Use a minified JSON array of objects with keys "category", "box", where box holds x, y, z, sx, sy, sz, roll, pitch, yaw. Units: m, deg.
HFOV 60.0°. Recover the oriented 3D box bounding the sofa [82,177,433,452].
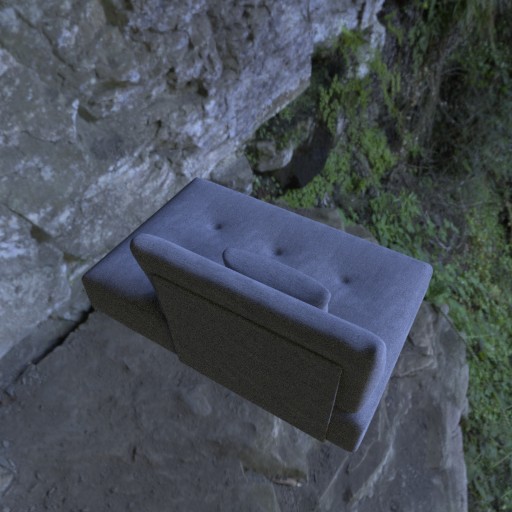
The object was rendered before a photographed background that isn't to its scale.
[{"category":"sofa","box":[0.000,0.000,2.017,1.450,0.820,1.002,23,51,21]}]
